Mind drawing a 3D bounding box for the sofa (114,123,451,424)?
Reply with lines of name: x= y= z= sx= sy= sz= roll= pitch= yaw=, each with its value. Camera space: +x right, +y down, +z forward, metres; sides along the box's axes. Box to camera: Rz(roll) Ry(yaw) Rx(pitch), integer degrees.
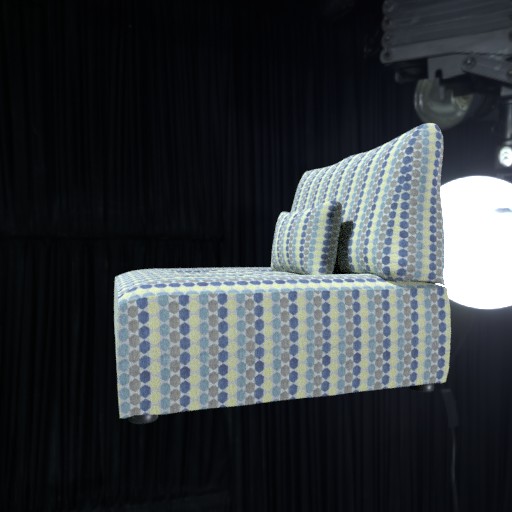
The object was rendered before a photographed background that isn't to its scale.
sofa: x=0.000 y=0.000 z=1.650 sx=1.000 sy=0.830 sz=0.930 roll=0 pitch=1 yaw=-18
